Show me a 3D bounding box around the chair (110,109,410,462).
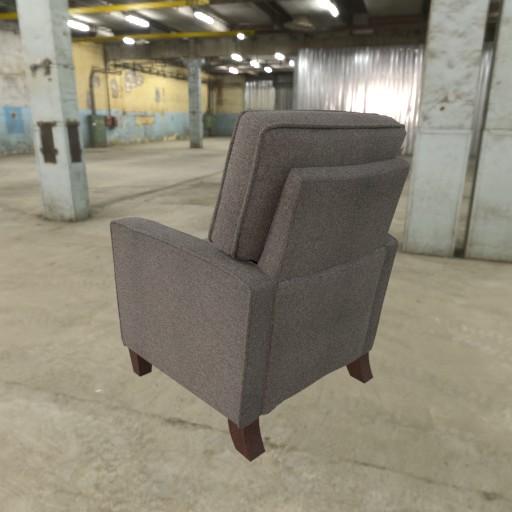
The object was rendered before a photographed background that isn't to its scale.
[{"bbox_3d":[0.000,0.000,1.432,0.650,0.889,0.775,-15,22,-41],"label":"chair"}]
